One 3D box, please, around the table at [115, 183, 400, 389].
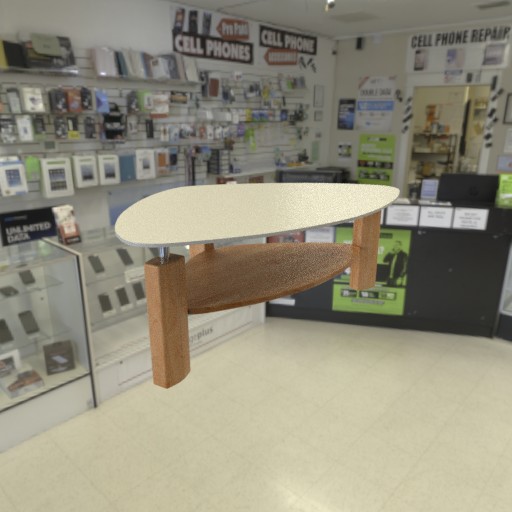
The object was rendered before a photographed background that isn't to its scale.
[{"bbox_3d":[0.000,0.000,1.694,1.250,0.440,0.850,-17,24,-42],"label":"table"}]
